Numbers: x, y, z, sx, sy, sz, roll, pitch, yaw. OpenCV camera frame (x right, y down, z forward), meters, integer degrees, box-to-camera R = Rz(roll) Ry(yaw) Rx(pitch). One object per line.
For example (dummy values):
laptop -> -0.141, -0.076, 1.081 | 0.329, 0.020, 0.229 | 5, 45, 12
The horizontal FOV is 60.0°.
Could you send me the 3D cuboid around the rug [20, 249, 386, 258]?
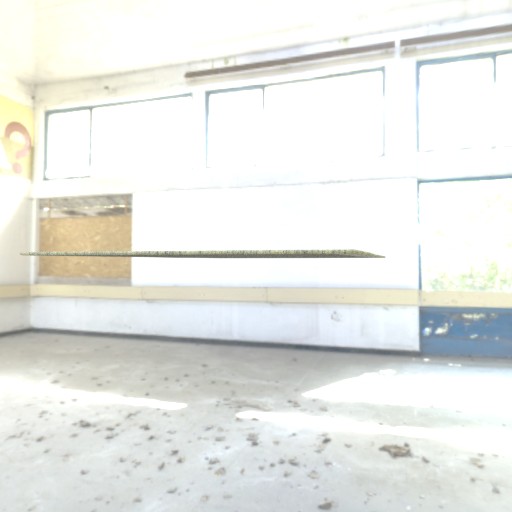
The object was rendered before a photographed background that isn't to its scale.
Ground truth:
rug -> 0.000, 0.000, 2.318 | 1.243, 0.014, 1.846 | 0, -1, 19
